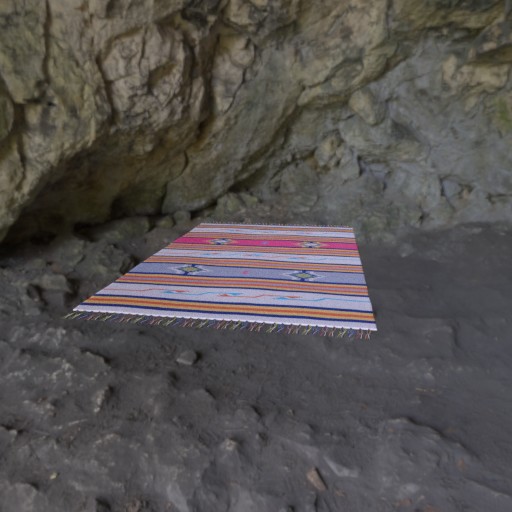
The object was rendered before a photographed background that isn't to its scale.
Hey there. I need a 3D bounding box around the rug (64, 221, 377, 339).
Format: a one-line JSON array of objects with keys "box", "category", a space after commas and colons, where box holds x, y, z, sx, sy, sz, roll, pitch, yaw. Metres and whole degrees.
[{"box": [0.000, 0.000, 2.336, 1.084, 0.013, 1.849, 2, 15, 9], "category": "rug"}]
